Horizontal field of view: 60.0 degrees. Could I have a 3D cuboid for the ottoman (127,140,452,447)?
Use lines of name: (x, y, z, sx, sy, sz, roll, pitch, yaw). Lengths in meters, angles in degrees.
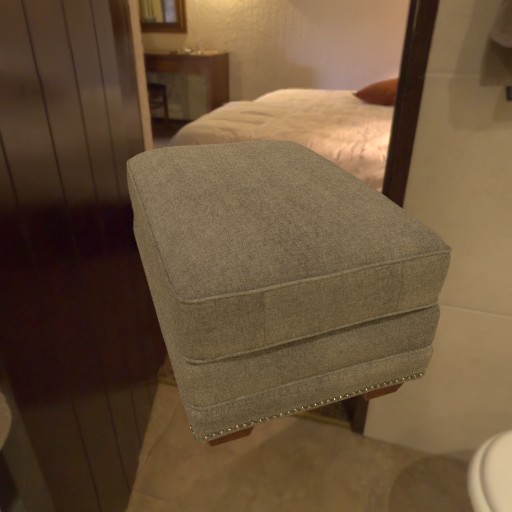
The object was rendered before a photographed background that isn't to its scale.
ottoman: (0.000, 0.000, 1.153, 0.561, 0.457, 0.813, -10, 30, -17)
